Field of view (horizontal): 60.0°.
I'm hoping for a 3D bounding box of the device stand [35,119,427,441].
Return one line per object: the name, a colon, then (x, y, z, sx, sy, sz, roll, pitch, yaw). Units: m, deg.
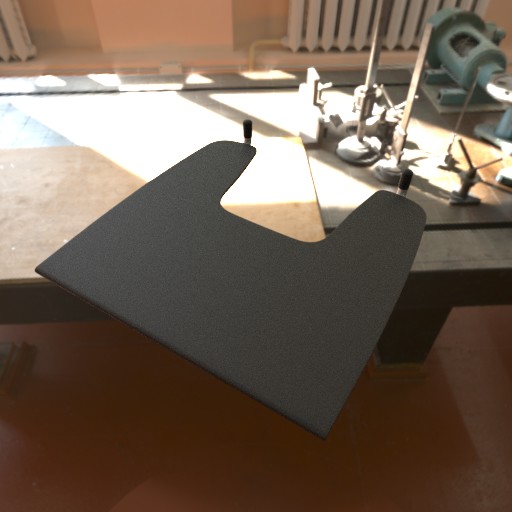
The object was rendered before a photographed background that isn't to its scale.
device stand: (0.000, 0.000, 0.358, 0.230, 0.092, 0.230, 24, 50, 22)
